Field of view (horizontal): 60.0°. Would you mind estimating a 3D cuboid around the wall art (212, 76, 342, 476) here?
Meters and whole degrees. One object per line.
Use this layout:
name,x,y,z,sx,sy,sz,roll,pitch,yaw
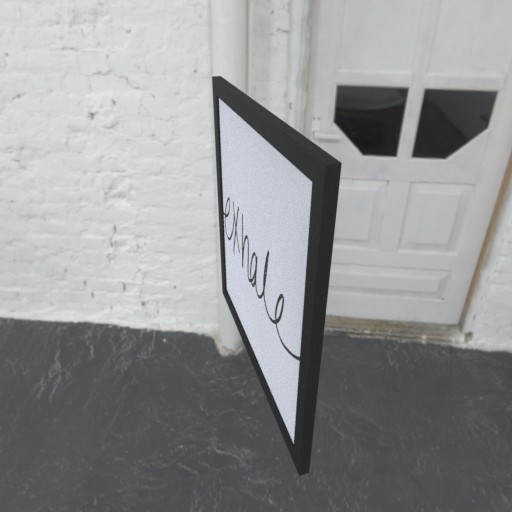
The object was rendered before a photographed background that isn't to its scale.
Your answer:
wall art,0.000,0.000,0.542,0.012,0.357,0.358,-9,33,-15
